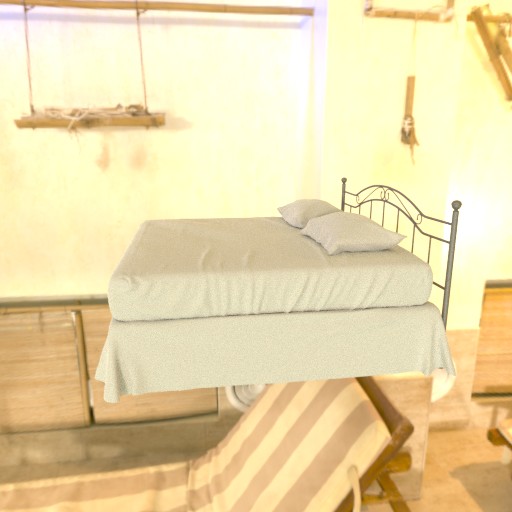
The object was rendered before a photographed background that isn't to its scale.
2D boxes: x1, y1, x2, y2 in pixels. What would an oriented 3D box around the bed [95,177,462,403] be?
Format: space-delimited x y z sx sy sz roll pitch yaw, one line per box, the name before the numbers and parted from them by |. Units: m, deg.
bed | 0.000 0.000 3.528 2.220 1.080 2.309 -2 14 -8
